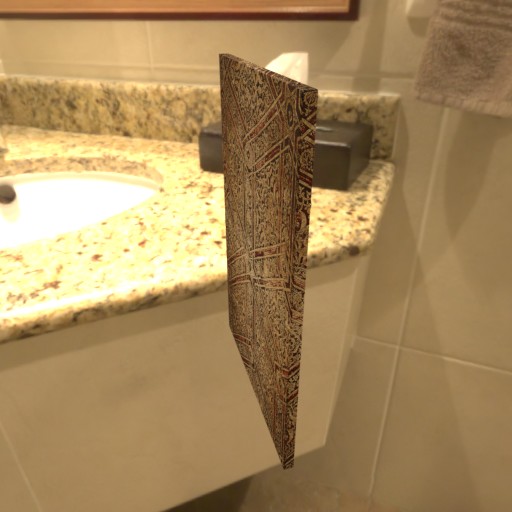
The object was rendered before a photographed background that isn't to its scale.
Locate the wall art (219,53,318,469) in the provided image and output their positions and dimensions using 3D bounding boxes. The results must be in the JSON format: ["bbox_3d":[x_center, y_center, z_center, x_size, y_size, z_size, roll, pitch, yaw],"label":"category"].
[{"bbox_3d":[0.000,0.000,0.758,0.020,0.599,0.397,-8,31,-14],"label":"wall art"}]
